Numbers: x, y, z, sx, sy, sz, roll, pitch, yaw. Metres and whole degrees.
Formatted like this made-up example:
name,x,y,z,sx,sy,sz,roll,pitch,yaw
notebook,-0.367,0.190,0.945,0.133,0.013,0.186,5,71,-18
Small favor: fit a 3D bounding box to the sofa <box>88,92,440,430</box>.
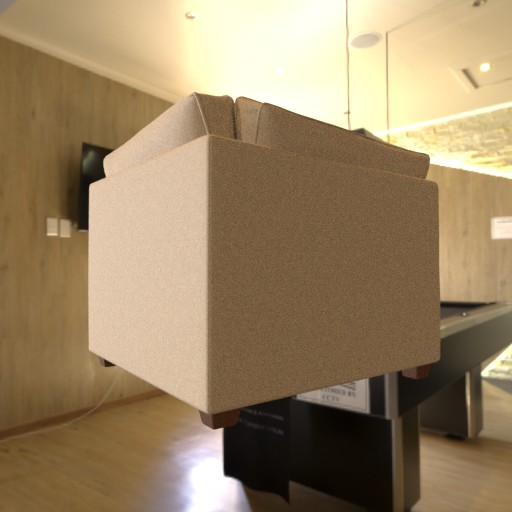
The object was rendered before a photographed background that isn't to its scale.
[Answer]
name,x,y,z,sx,sy,sz,roll,pitch,yaw
sofa,0.000,0.000,1.797,1.050,0.937,1.042,1,-2,-36
